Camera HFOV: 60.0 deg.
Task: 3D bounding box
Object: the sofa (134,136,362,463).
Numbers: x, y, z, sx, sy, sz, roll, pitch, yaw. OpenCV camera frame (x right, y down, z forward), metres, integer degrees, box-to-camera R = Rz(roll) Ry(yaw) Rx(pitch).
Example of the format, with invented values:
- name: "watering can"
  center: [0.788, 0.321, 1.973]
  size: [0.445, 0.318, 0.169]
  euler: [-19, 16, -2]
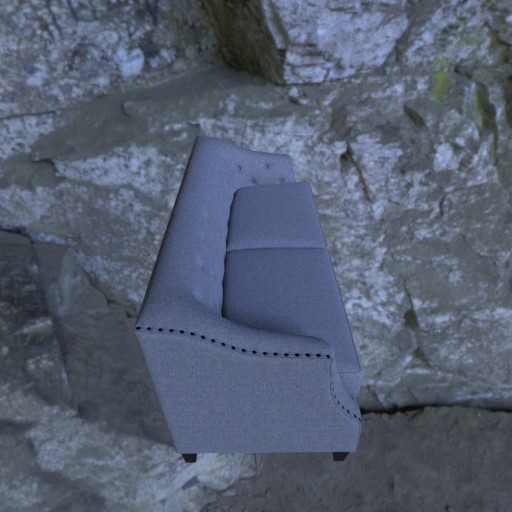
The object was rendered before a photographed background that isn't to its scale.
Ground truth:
- name: "sofa"
  center: [0.000, 0.000, 2.738]
  size: [0.914, 0.901, 2.235]
  euler: [0, 33, -1]
